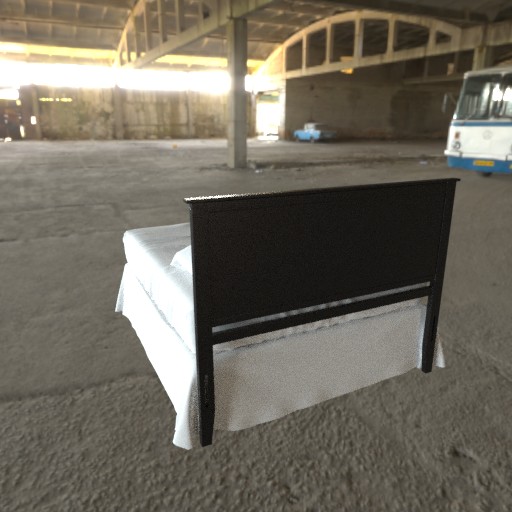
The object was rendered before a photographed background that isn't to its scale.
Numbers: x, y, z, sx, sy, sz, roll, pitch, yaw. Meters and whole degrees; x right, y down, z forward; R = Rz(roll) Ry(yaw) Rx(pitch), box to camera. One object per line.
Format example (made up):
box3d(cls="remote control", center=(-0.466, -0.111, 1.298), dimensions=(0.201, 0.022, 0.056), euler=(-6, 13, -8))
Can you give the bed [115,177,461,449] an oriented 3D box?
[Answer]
box3d(cls="bed", center=(0.000, 0.000, 3.271), dimensions=(1.870, 1.270, 2.050), euler=(-8, 19, -25))
